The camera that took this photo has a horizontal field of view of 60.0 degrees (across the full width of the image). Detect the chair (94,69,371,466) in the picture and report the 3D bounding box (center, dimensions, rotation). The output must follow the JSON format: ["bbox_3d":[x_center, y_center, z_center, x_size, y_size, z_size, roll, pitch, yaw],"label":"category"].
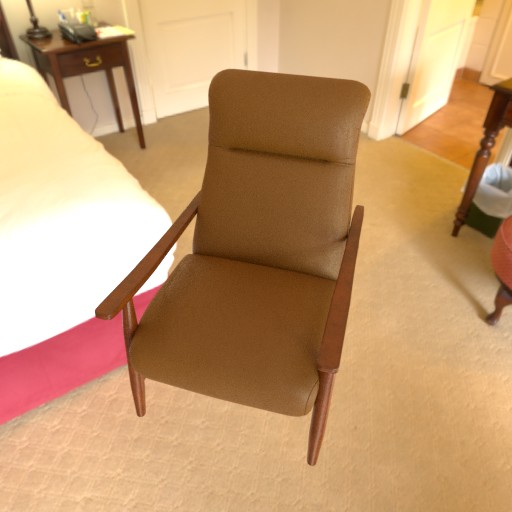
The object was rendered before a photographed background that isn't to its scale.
[{"bbox_3d":[0.000,0.000,1.716,0.762,1.082,1.014,11,41,12],"label":"chair"}]
